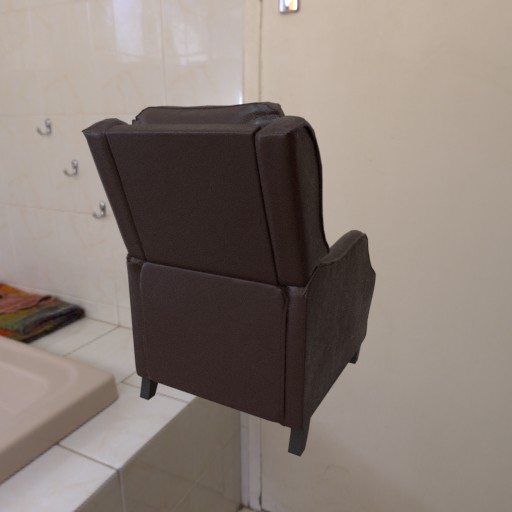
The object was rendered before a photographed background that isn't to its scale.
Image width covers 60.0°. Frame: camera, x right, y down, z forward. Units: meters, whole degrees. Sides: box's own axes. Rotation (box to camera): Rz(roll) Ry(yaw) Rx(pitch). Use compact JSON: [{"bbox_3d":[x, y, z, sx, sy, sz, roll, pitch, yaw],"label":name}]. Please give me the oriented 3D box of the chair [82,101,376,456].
[{"bbox_3d":[0.000,0.000,1.779,0.770,1.132,0.982,9,18,28],"label":"chair"}]
